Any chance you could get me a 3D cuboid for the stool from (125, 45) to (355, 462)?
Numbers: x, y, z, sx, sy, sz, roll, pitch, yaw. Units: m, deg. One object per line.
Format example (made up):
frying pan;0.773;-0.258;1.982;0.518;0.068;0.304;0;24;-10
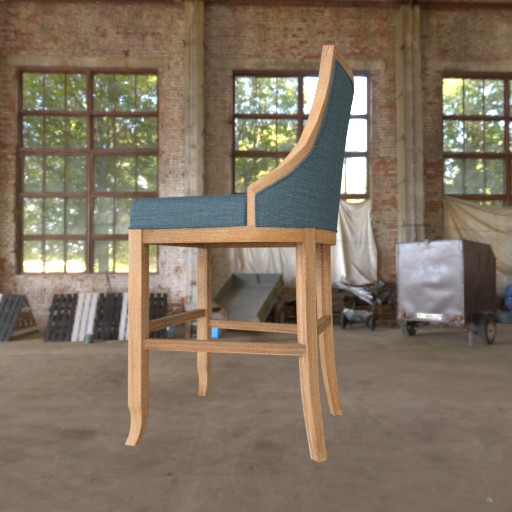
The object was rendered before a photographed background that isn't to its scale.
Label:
stool;0.000;0.000;1.440;0.626;1.101;0.524;0;-1;18
